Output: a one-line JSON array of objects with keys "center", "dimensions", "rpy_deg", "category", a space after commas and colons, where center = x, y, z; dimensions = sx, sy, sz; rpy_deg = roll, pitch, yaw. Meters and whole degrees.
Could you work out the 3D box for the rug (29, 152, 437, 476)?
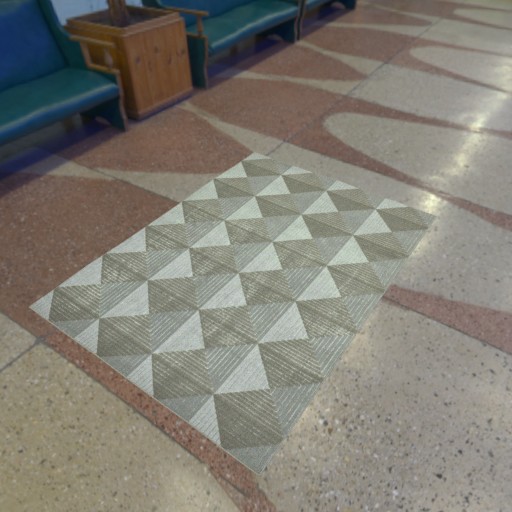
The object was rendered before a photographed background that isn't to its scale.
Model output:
[{"center": [0.000, 0.000, 4.296], "dimensions": [2.428, 0.027, 3.333], "rpy_deg": [25, 48, 26], "category": "rug"}]
